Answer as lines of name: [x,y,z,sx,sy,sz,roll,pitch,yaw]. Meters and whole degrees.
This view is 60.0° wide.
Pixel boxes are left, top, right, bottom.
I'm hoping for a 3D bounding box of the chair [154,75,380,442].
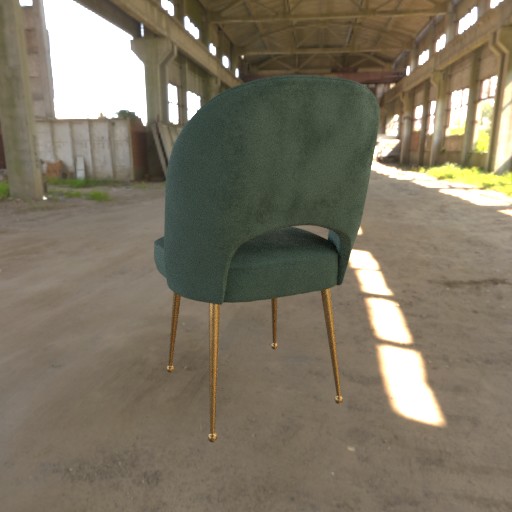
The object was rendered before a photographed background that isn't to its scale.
chair: [0.000,0.000,1.224,0.527,0.860,0.577,-7,16,-25]
